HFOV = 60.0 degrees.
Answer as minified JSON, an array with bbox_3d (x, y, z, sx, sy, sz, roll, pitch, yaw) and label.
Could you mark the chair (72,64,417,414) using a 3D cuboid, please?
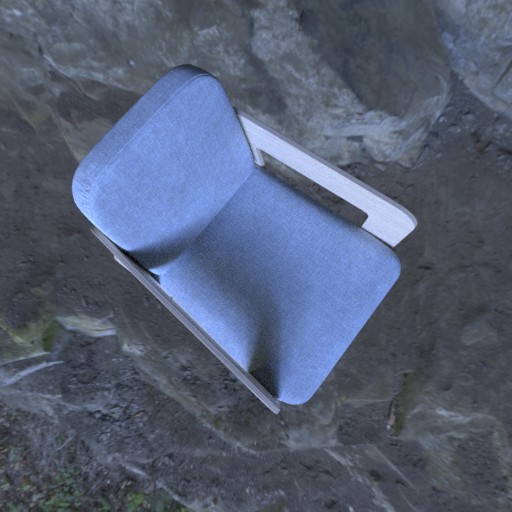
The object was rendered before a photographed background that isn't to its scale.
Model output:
[{"bbox_3d":[0.000,0.000,1.262,0.710,0.800,0.590,38,79,9],"label":"chair"}]
